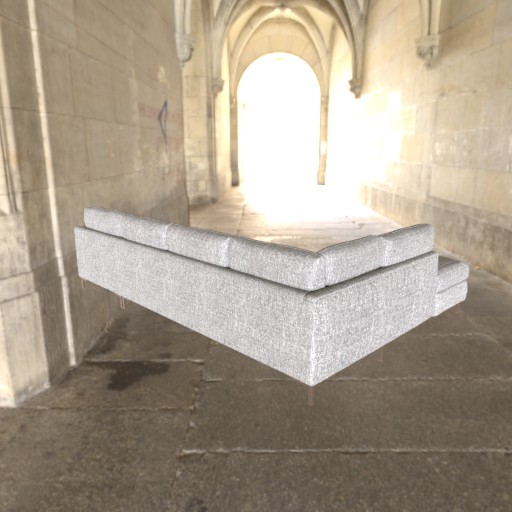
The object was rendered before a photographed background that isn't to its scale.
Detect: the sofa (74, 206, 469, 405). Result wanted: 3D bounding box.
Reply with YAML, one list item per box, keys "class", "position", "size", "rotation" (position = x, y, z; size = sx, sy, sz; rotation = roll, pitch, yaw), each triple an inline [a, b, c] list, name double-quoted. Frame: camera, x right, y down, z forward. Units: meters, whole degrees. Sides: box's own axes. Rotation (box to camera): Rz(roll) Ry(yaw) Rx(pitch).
- class: "sofa"
  position: [0.000, 0.000, 3.651]
  size: [1.879, 0.756, 2.737]
  rotation: [-13, 19, -43]
